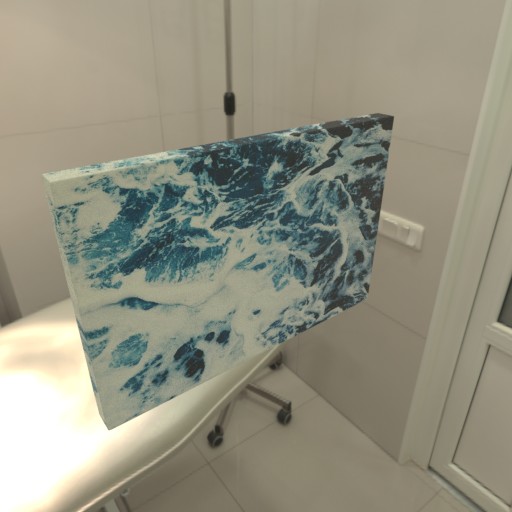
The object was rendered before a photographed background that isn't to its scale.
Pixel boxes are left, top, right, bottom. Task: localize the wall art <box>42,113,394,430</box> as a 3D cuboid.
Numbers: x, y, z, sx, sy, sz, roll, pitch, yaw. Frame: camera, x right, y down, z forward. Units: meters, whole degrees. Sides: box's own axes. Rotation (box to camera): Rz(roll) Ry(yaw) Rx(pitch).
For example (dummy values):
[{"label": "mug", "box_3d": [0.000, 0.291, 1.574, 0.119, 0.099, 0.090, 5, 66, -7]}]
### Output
[{"label": "wall art", "box_3d": [0.000, 0.000, 0.768, 0.609, 0.407, 0.043, -20, 34, -32]}]
